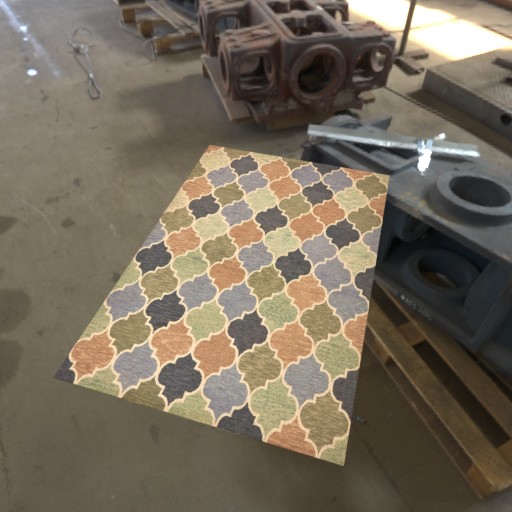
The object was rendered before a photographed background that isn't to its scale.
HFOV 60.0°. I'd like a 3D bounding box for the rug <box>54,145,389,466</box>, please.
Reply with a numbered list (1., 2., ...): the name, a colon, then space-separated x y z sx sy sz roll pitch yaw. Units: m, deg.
1. rug: 0.000 0.000 2.332 1.216 0.006 1.828 12 48 11
